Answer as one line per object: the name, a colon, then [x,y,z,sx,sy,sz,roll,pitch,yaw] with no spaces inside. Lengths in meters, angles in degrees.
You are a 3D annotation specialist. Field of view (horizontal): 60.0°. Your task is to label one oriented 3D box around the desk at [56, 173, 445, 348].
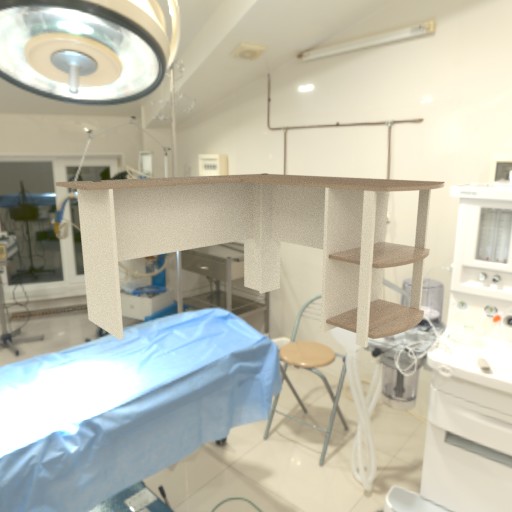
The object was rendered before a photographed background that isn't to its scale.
desk: [0.000,0.000,2.153,1.361,0.716,1.303,-12,17,-42]
